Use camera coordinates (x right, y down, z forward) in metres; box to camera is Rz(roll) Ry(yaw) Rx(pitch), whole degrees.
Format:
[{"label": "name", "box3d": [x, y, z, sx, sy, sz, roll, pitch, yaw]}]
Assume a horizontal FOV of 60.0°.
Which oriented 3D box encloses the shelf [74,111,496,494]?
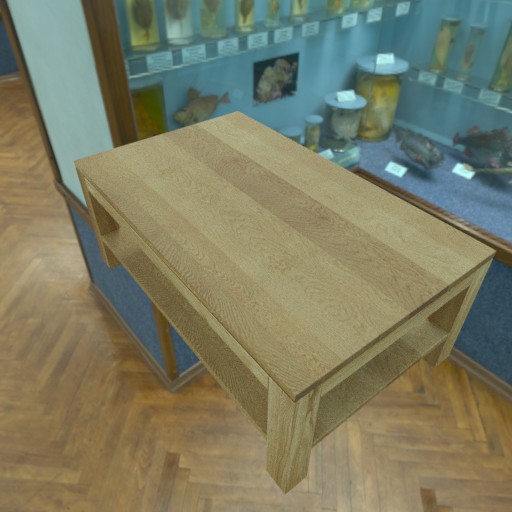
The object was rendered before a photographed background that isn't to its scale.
[{"label": "shelf", "box3d": [0.000, 0.000, 1.486, 0.700, 0.450, 1.150, -27, 47, -28]}]
